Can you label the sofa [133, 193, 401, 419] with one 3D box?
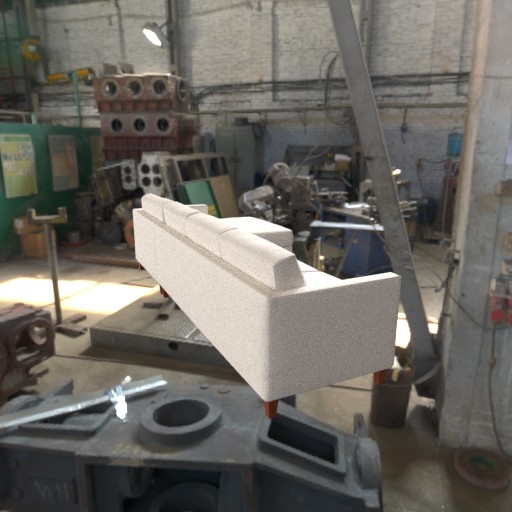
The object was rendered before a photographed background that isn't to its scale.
[{"bbox_3d":[0.000,0.000,4.192,1.606,0.954,3.471,-7,16,-26],"label":"sofa"}]
